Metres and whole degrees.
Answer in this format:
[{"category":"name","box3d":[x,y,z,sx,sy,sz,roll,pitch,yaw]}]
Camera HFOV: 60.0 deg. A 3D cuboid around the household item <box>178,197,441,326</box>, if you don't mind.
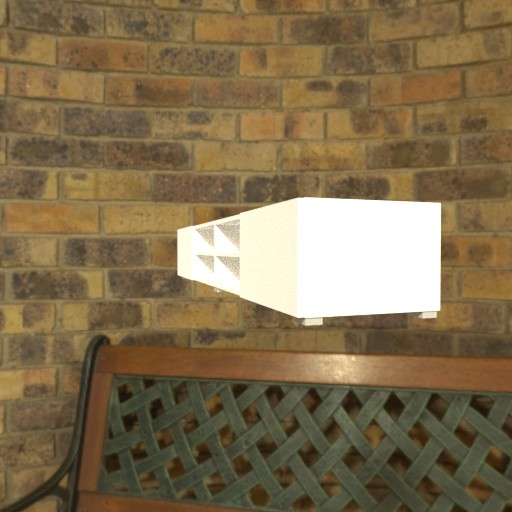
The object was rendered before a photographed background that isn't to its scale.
[{"category":"household item","box3d":[0.000,0.000,2.002,0.420,0.310,1.850,0,1,-19]}]
